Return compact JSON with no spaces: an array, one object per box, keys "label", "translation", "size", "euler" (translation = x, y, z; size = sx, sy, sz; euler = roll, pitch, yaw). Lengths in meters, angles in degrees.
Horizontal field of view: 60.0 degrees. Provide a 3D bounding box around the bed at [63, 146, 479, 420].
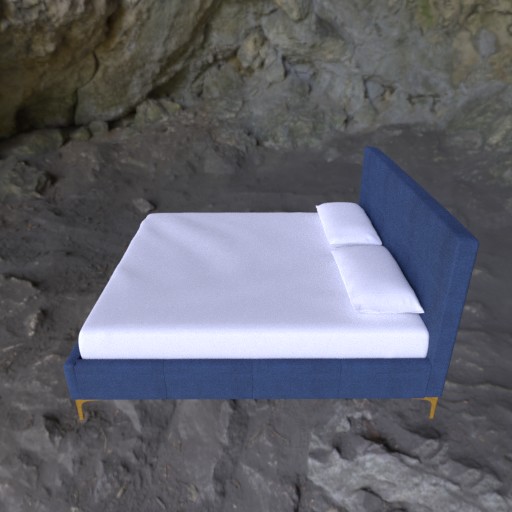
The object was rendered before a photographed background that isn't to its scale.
[{"label":"bed","translation":[0.000,0.000,3.390],"size":[2.232,1.231,2.096],"euler":[0,27,0]}]
